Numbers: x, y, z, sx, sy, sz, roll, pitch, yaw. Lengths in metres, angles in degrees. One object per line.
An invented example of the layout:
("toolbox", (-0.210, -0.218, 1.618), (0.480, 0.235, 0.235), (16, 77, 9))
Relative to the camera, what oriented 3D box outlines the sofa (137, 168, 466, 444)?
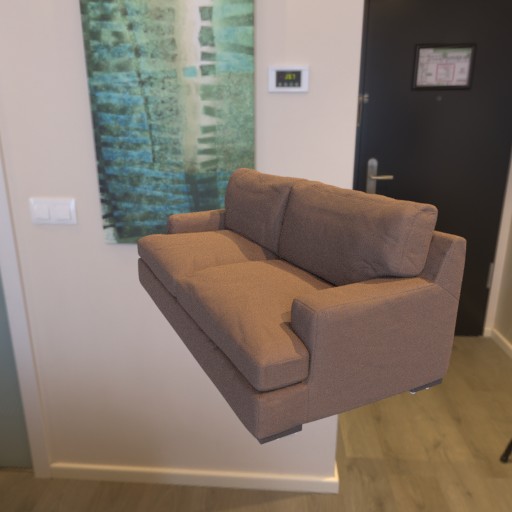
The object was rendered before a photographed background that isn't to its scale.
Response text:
("sofa", (0.000, 0.000, 2.891), (1.140, 0.950, 2.274), (-8, 18, -25))
